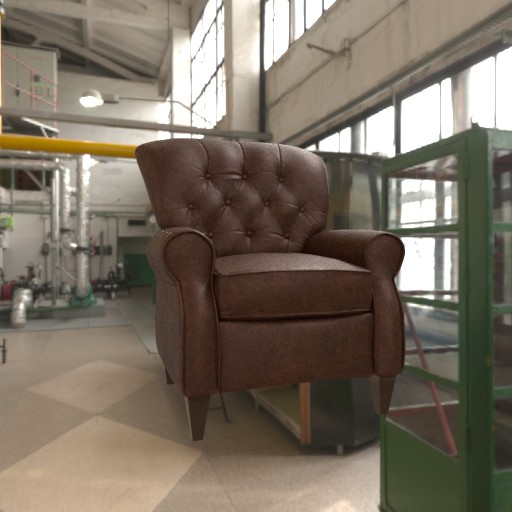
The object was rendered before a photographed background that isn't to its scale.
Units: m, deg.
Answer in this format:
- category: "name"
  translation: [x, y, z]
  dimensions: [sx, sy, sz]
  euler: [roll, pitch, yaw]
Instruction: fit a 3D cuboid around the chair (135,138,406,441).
- category: "chair"
  translation: [0.000, 0.000, 1.947]
  dimensions: [0.979, 1.162, 1.031]
  euler: [0, 1, -19]
